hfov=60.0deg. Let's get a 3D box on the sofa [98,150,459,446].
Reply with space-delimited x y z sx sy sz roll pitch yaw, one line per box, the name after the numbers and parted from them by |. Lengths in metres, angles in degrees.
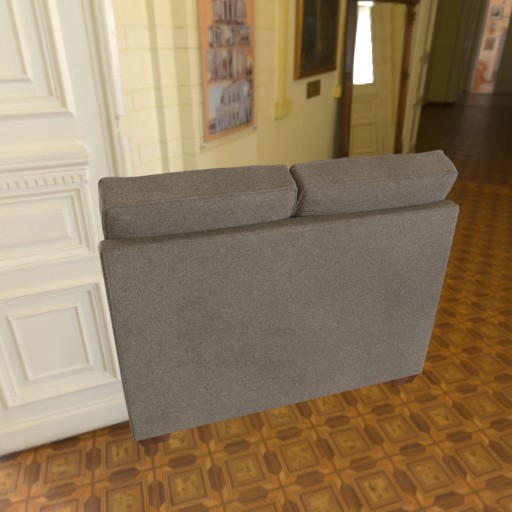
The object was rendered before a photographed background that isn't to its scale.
0.000 0.000 1.954 1.237 1.008 0.951 -8 28 -15 | sofa
